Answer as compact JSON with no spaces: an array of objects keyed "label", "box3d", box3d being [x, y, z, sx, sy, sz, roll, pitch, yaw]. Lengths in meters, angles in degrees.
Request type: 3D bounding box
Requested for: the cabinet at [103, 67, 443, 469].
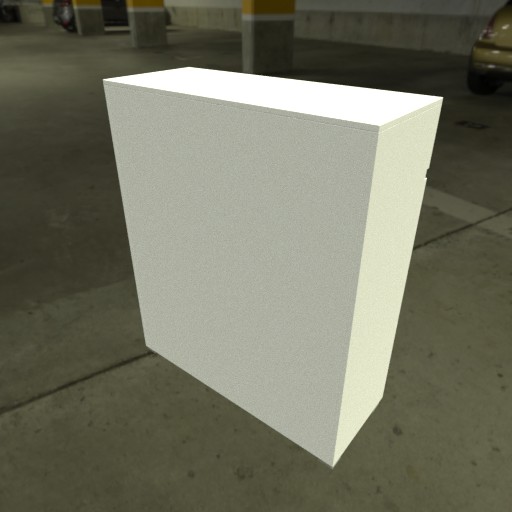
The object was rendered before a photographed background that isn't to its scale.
[{"label":"cabinet","box3d":[0.000,0.000,1.653,1.000,1.190,0.400,22,37,33]}]
